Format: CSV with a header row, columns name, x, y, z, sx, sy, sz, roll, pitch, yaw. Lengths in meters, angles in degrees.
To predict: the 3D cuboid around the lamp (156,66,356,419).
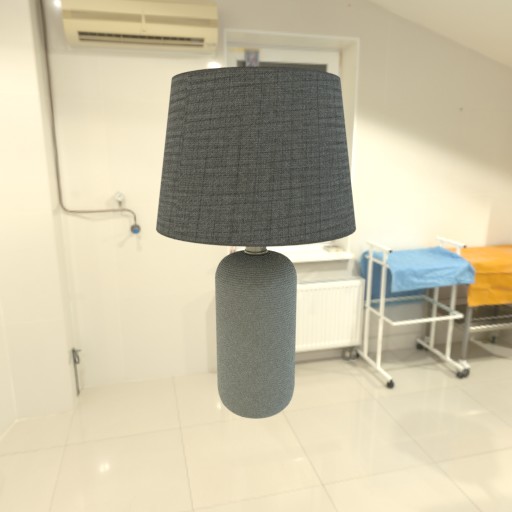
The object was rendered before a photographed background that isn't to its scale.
name,x,y,z,sx,sy,sz,roll,pitch,yaw
lamp,0.000,0.000,0.579,0.251,0.429,0.251,0,14,0
